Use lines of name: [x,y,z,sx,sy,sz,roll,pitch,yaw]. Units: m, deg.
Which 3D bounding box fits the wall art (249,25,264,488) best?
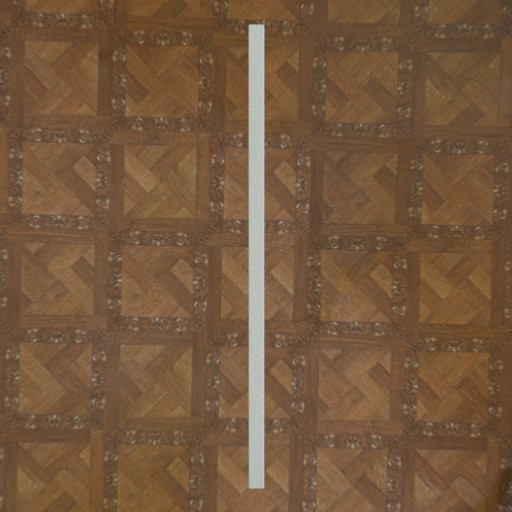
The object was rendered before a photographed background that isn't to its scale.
wall art: [0.000,0.000,1.959,0.051,1.016,1.520,0,91,0]
